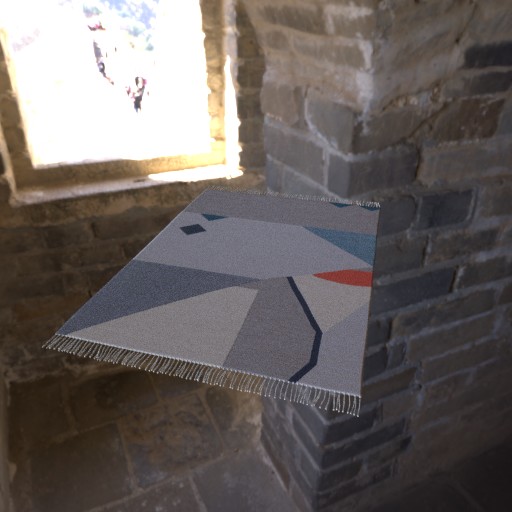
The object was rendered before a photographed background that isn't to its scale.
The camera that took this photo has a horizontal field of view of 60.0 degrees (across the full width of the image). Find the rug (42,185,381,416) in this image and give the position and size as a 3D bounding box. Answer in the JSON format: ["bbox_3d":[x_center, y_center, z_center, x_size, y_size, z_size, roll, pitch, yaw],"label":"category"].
[{"bbox_3d":[0.000,0.000,2.334,1.220,0.005,1.828,8,31,14],"label":"rug"}]
